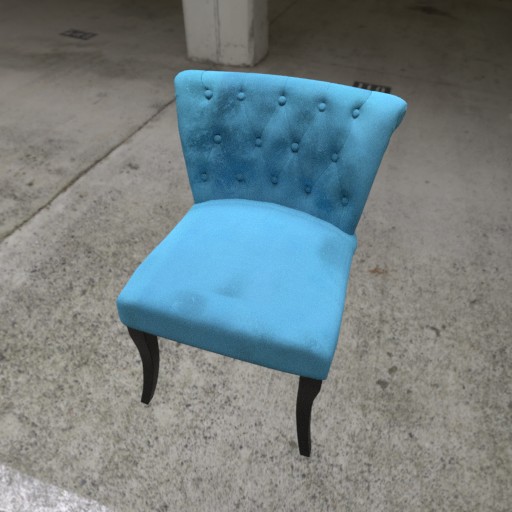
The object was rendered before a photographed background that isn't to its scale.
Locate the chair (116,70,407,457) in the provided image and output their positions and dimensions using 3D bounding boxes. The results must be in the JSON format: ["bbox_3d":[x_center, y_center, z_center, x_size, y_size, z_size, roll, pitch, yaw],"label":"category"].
[{"bbox_3d":[0.000,0.000,1.165,0.582,0.750,0.605,13,43,14],"label":"chair"}]
